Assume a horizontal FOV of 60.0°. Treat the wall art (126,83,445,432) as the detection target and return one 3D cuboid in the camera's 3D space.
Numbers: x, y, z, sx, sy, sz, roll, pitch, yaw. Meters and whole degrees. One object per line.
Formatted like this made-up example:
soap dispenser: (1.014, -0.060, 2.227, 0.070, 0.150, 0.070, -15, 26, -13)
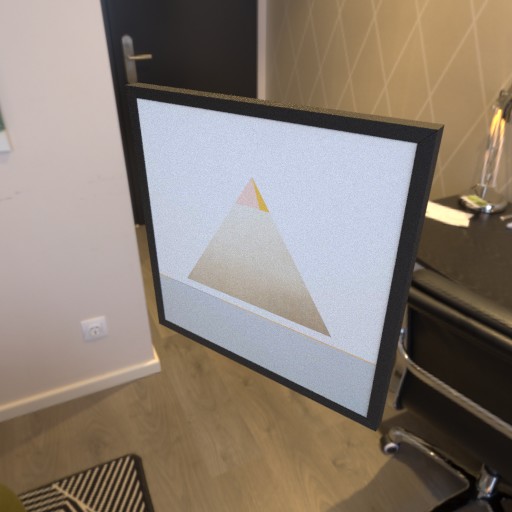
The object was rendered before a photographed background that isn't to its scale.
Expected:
wall art: (0.000, 0.000, 1.139, 0.769, 0.766, 0.042, 19, 35, 29)
